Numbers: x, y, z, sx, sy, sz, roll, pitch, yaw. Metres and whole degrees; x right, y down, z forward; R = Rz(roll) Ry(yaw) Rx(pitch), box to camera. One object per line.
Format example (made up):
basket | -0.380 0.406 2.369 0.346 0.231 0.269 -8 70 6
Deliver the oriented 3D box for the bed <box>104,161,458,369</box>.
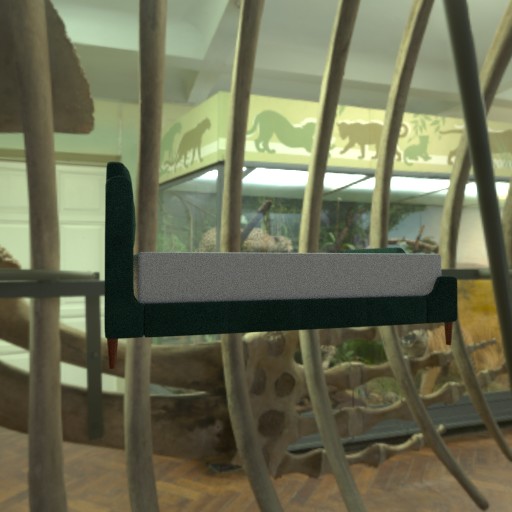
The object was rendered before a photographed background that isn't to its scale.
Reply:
bed | 0.000 0.000 3.695 2.340 1.245 2.074 0 -1 -17
